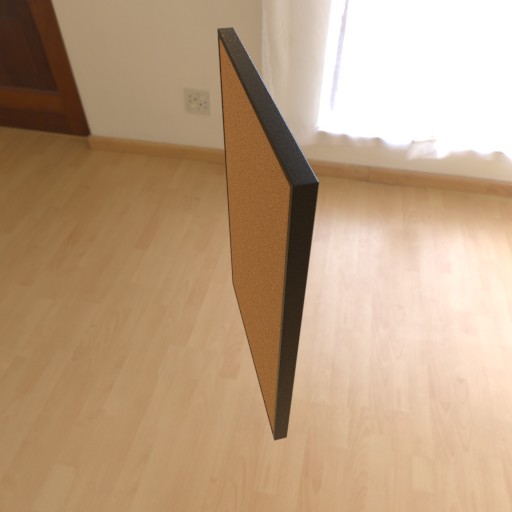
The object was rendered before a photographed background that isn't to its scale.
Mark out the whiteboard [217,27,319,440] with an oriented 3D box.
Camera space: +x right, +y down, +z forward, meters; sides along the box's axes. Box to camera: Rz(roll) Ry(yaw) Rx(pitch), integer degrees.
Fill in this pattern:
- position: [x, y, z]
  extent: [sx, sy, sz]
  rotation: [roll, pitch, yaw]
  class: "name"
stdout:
- position: [0.000, 0.000, 0.770]
  extent: [0.026, 0.611, 0.406]
  rotation: [-10, 47, -9]
  class: "whiteboard"
